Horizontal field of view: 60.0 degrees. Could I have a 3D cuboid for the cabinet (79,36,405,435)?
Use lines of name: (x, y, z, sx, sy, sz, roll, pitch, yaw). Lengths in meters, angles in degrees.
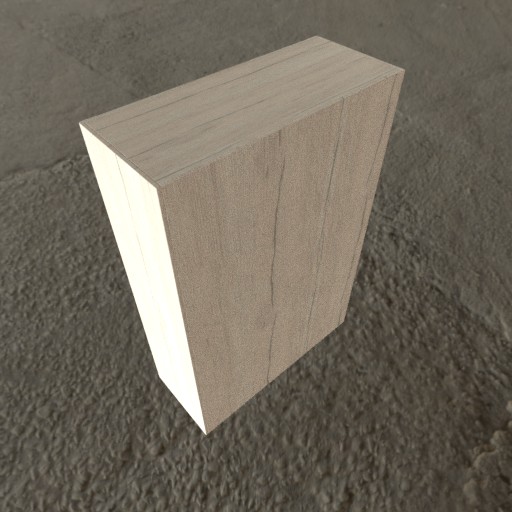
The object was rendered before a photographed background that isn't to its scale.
cabinet: (0.000, 0.000, 2.702, 1.400, 2.070, 0.580, -32, 54, -27)
